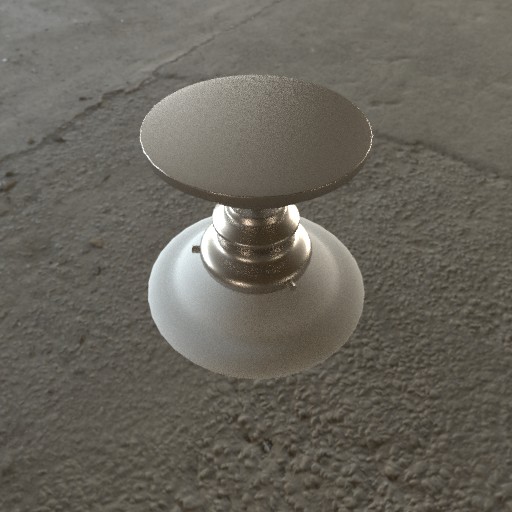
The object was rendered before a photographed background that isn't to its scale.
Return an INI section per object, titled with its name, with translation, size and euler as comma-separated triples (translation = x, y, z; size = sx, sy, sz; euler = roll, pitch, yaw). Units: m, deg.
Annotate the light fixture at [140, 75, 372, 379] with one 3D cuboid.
[light fixture]
translation = 0.000, 0.000, 0.387
size = 0.199, 0.254, 0.199
euler = 0, 46, 0
